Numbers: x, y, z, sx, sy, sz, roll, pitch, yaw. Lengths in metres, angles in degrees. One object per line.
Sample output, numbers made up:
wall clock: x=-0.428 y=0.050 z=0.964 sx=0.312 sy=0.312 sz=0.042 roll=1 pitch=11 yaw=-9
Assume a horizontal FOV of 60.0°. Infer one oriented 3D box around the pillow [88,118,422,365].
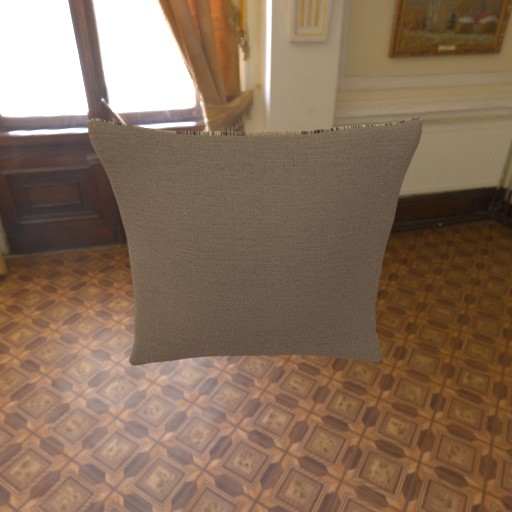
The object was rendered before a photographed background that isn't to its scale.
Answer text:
pillow: x=0.000 y=0.000 z=0.675 sx=0.435 sy=0.416 sz=0.189 roll=-1 pitch=31 yaw=-1
